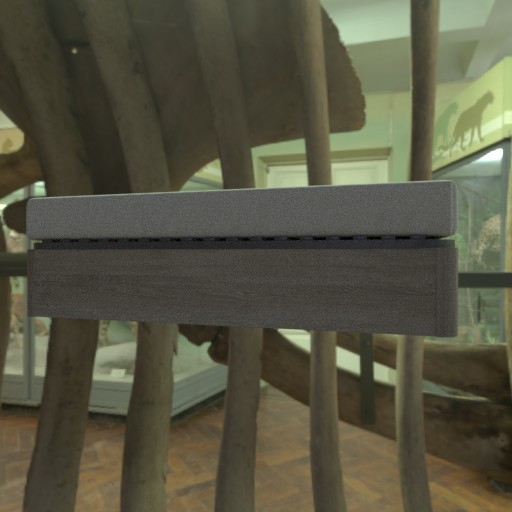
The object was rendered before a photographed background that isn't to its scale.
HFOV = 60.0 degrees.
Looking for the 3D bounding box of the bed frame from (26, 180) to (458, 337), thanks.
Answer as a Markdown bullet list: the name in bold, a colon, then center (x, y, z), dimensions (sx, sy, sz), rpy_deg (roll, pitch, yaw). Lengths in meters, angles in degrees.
- **bed frame**: center (0.000, 0.000, 2.478), dimensions (1.900, 0.561, 1.400), rpy_deg (0, 0, 17)
